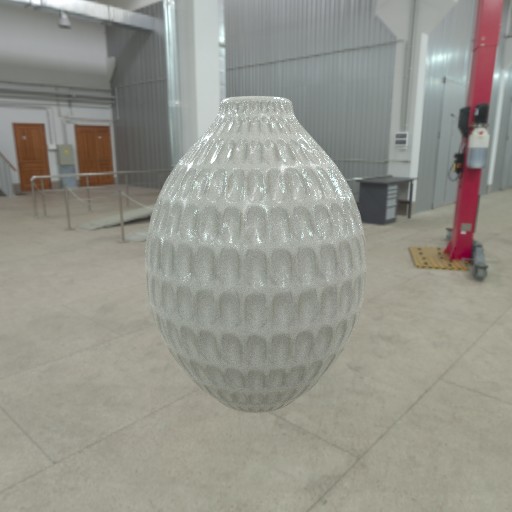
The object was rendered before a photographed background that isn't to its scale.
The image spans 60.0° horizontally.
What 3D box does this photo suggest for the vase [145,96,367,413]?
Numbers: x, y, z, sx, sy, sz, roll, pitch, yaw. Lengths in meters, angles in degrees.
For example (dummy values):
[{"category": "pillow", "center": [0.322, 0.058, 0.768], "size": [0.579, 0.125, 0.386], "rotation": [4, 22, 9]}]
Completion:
[{"category": "vase", "center": [0.000, 0.000, 0.333], "size": [0.162, 0.223, 0.162], "rotation": [0, 14, 0]}]
